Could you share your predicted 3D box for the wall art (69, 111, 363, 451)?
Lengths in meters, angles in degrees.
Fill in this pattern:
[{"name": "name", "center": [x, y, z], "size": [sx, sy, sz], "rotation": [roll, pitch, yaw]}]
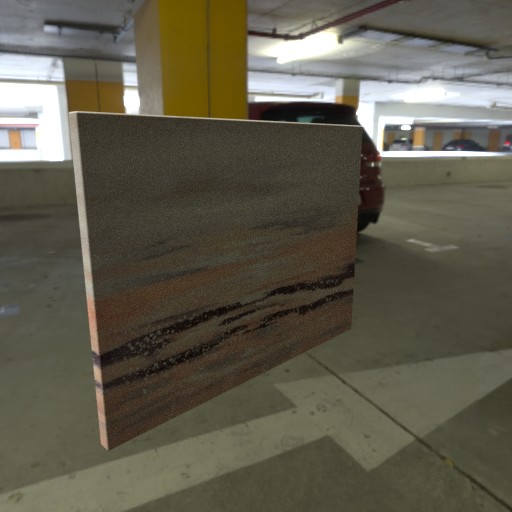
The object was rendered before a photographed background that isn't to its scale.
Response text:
[{"name": "wall art", "center": [0.000, 0.000, 1.306], "size": [1.015, 0.763, 0.038], "rotation": [-14, 20, -43]}]
